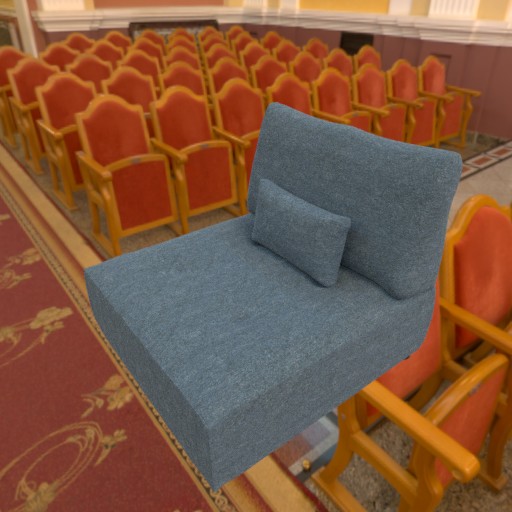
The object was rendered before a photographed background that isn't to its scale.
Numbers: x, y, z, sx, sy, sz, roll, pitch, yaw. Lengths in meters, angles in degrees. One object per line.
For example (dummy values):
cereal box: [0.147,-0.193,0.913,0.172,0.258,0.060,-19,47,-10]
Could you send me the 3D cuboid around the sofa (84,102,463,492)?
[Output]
sofa: [0.000,0.000,1.616,1.000,0.820,0.930,-22,38,-31]
